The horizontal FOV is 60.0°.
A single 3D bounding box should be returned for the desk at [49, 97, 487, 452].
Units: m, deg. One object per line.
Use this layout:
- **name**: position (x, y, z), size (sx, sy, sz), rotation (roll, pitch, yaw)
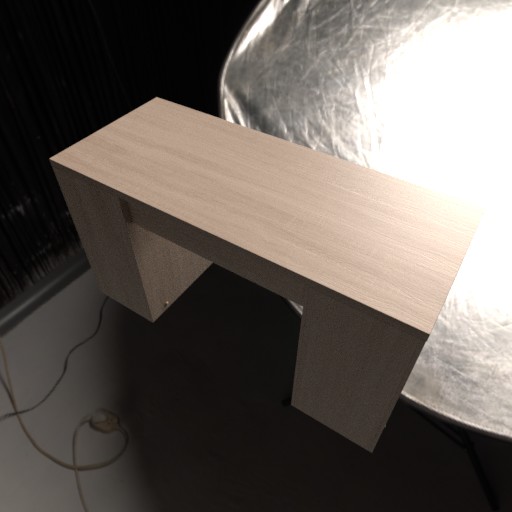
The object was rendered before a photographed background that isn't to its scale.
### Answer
- **desk**: position (0.000, 0.000, 1.767), size (1.390, 0.740, 0.600), rotation (25, 51, 22)
